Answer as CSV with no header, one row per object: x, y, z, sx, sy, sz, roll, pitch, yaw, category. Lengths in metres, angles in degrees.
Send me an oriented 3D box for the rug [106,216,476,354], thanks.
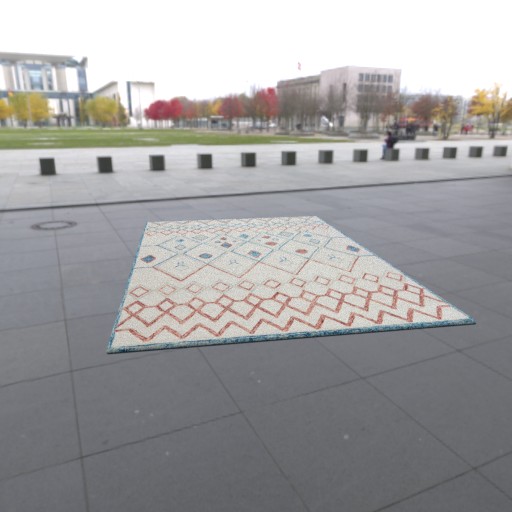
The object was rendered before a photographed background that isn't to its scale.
0.000,0.000,2.277,1.219,0.016,1.829,-3,17,-9,rug
